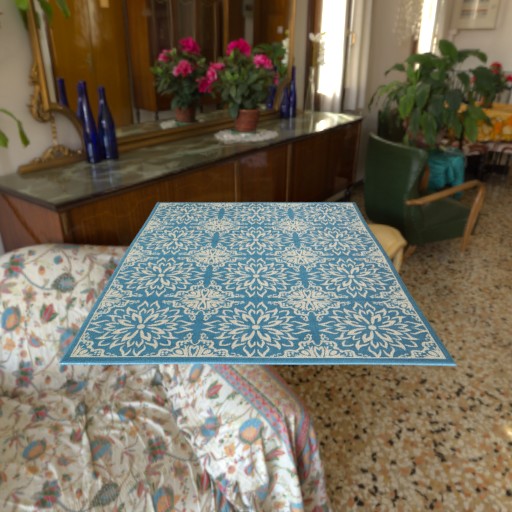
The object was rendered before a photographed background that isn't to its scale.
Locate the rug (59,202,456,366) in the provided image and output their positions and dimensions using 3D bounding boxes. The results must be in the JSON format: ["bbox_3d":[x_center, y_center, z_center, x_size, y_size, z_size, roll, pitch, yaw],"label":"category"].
[{"bbox_3d":[0.000,0.000,3.931,2.350,0.018,2.964,0,25,0],"label":"rug"}]
